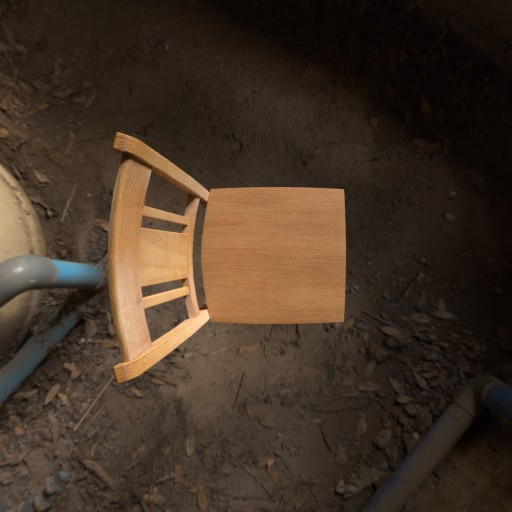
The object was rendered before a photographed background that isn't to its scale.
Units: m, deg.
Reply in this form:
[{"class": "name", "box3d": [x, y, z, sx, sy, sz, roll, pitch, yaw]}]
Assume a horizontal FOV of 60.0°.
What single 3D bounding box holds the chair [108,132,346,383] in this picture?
[{"class": "chair", "box3d": [0.000, 0.000, 1.293, 0.556, 0.998, 0.450, 0, 90, -1]}]
